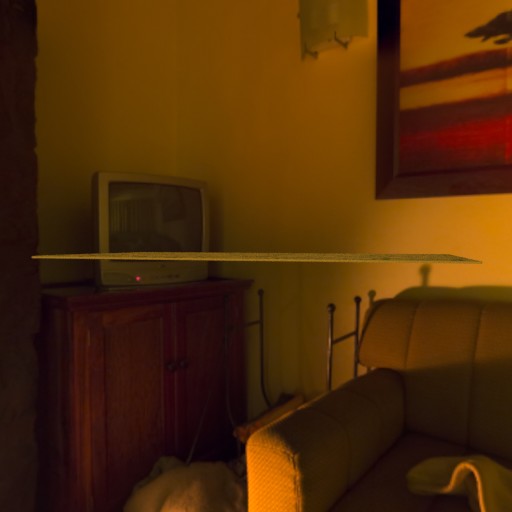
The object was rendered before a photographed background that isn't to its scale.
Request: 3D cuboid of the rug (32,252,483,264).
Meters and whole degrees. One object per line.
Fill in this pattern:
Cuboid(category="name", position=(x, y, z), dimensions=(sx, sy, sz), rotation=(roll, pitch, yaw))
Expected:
Cuboid(category="rug", position=(0.000, 0.000, 1.423), dimensions=(1.220, 0.007, 0.605), rotation=(1, 2, 18))
